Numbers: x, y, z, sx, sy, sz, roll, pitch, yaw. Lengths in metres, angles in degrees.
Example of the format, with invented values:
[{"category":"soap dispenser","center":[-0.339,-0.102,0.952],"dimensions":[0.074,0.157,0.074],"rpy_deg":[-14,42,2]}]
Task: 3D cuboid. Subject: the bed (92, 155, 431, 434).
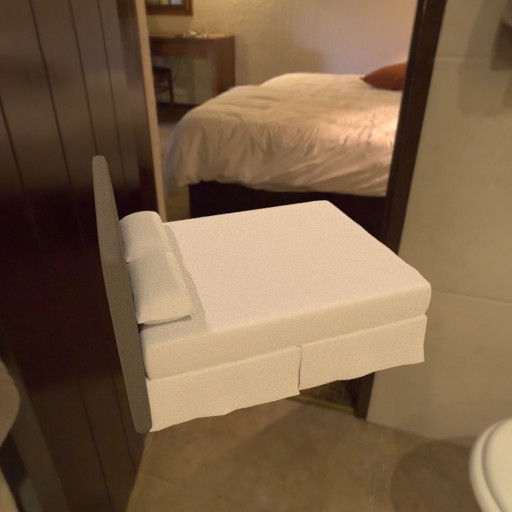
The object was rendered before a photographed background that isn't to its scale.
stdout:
[{"category":"bed","center":[0.000,0.000,3.370],"dimensions":[2.142,1.330,1.723],"rpy_deg":[-10,32,-17]}]
